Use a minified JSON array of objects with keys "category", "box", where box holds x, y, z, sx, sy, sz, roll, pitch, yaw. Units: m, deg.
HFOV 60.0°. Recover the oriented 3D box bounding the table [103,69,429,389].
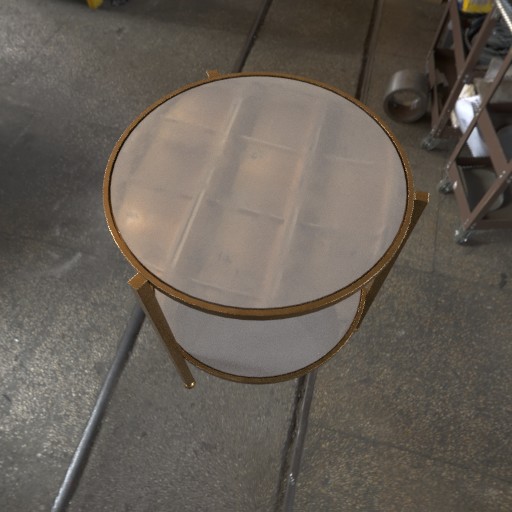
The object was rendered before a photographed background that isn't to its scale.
[{"category":"table","box":[0.000,0.000,0.453,0.231,0.269,0.243,-17,61,-10]}]
